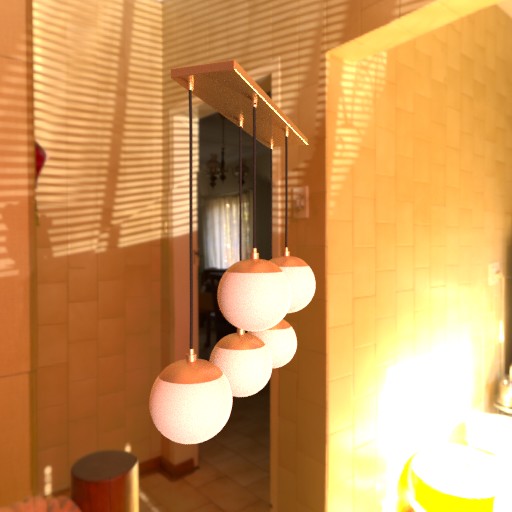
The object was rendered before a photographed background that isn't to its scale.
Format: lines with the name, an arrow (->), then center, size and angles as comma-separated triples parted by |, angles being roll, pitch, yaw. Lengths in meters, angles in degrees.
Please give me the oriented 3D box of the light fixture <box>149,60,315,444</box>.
light fixture -> 0.000, 0.000, 1.353 | 0.299, 0.869, 0.863 | 0, 1, 19
